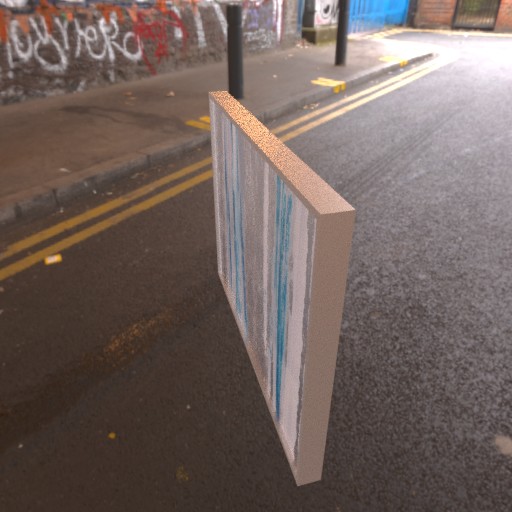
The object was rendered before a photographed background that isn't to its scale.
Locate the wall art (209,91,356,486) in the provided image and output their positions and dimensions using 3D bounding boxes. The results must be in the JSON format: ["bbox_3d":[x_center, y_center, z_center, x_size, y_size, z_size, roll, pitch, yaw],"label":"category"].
[{"bbox_3d":[0.000,0.000,1.410,0.066,0.801,1.056,-8,32,-13],"label":"wall art"}]
